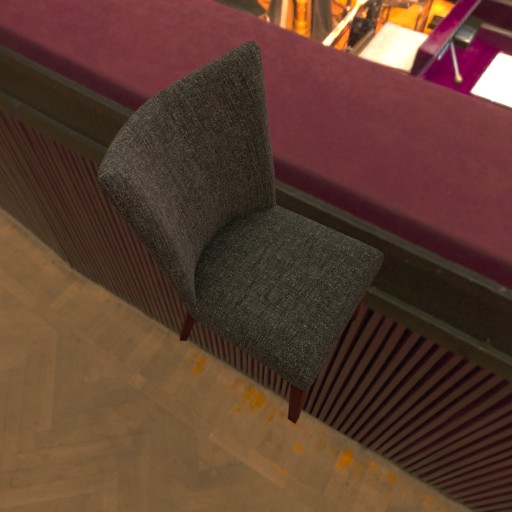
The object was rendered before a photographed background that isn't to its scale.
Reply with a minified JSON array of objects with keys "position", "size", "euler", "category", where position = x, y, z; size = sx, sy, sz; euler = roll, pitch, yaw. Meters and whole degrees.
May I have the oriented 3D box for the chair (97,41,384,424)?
[{"position":[0.000,0.000,1.274],"size":[0.623,0.924,0.535],"euler":[29,62,17],"category":"chair"}]
